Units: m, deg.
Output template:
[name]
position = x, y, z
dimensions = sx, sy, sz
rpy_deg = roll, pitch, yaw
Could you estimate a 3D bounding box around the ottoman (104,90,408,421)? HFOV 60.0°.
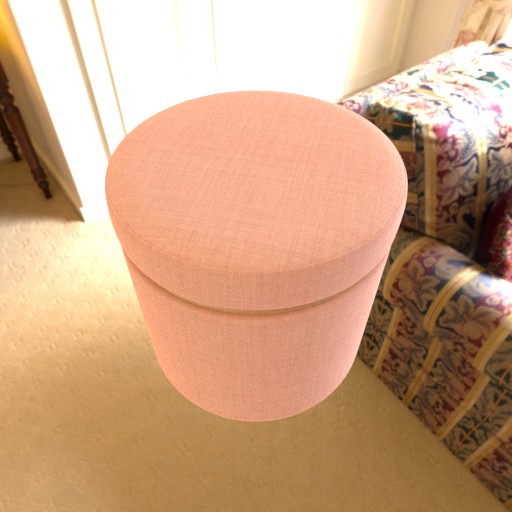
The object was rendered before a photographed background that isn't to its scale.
[ottoman]
position = 0.000, 0.000, 0.726
dimensions = 0.400, 0.406, 0.400
rpy_deg = 0, 47, 0
